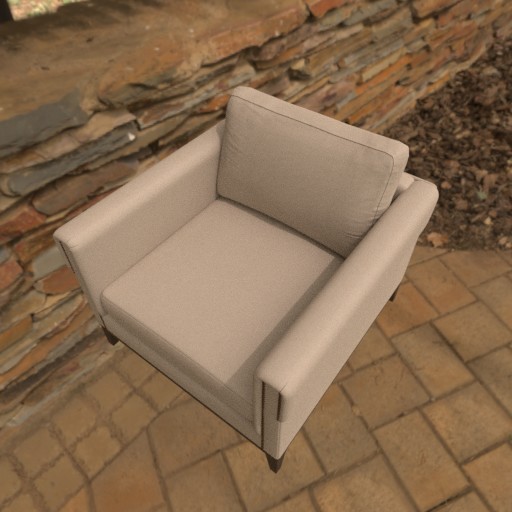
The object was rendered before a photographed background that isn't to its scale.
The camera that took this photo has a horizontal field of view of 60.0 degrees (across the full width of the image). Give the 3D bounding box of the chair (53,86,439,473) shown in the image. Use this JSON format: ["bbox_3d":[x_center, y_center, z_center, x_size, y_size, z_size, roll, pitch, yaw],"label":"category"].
[{"bbox_3d":[0.000,0.000,1.635,0.914,0.838,0.959,29,54,24],"label":"chair"}]
